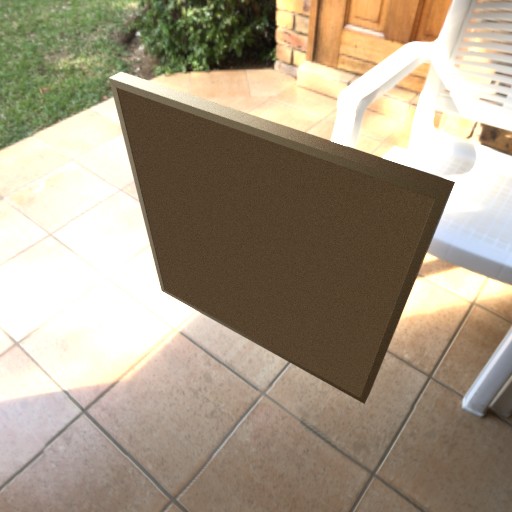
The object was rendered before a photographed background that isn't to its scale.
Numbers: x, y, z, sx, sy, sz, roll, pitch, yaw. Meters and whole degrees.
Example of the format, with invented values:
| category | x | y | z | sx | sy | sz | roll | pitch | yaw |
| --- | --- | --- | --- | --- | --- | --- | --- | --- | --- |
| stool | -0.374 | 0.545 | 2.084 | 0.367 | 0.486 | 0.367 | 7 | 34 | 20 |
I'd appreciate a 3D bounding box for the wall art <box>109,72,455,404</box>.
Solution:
| category | x | y | z | sx | sy | sz | roll | pitch | yaw |
| --- | --- | --- | --- | --- | --- | --- | --- | --- | --- |
| wall art | 0.000 | 0.000 | 1.141 | 0.762 | 0.762 | 0.038 | 25 | 52 | 22 |
